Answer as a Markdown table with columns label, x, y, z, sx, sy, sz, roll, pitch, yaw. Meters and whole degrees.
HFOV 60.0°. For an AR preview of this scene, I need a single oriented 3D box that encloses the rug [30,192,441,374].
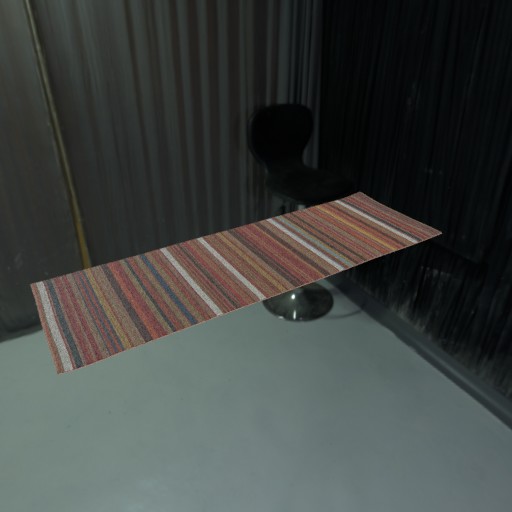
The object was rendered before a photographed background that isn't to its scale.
| label | x | y | z | sx | sy | sz | roll | pitch | yaw |
| --- | --- | --- | --- | --- | --- | --- | --- | --- | --- |
| rug | 0.000 | 0.000 | 2.701 | 2.444 | 0.030 | 0.799 | -17 | 35 | -27 |
